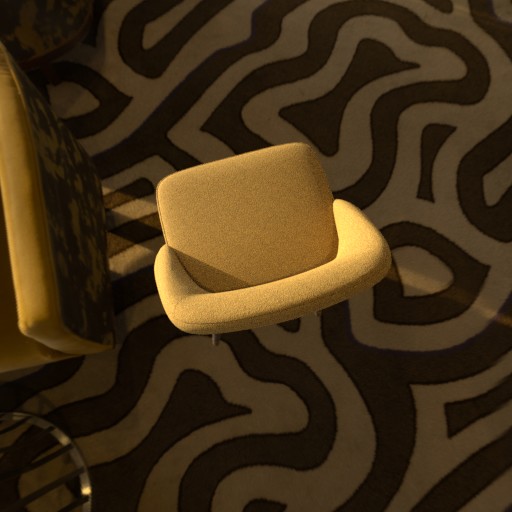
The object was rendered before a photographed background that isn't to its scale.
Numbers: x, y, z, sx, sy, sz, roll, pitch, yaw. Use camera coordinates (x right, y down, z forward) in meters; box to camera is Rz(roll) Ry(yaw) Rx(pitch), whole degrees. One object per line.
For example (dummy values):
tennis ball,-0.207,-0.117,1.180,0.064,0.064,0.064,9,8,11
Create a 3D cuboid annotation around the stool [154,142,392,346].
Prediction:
stool,0.000,0.000,1.363,0.536,1.032,0.522,-15,75,-4
